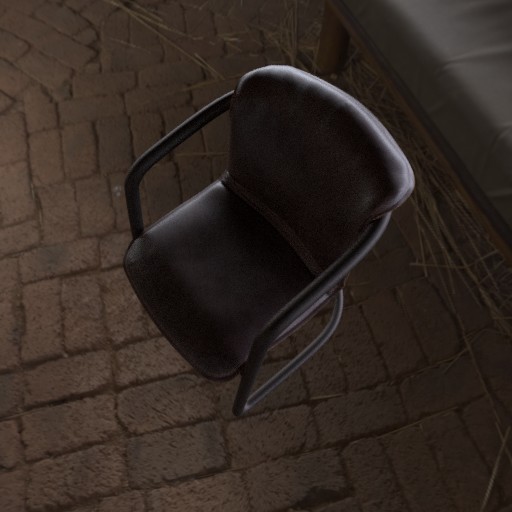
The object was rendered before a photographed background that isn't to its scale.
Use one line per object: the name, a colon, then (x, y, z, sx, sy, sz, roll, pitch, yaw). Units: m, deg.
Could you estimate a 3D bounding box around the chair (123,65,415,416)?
chair: (0.000, 0.000, 1.249, 0.664, 0.836, 0.536, -36, 69, -16)
